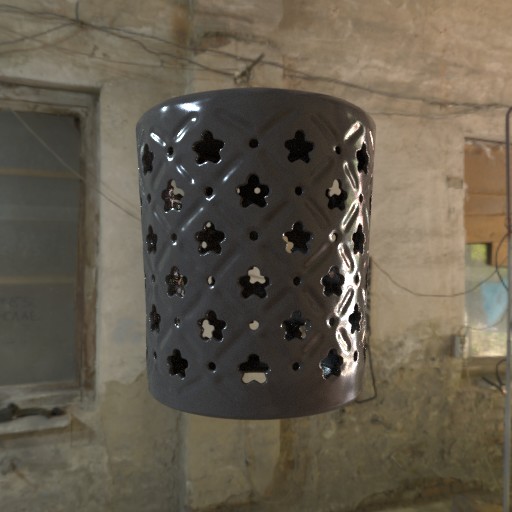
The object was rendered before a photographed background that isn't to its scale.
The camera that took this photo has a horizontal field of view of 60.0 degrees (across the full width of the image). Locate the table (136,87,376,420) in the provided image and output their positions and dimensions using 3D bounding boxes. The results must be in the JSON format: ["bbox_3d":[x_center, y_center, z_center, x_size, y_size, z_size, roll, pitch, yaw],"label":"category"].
[{"bbox_3d":[0.000,0.000,0.670,0.352,0.387,0.352,0,0,0],"label":"table"}]
